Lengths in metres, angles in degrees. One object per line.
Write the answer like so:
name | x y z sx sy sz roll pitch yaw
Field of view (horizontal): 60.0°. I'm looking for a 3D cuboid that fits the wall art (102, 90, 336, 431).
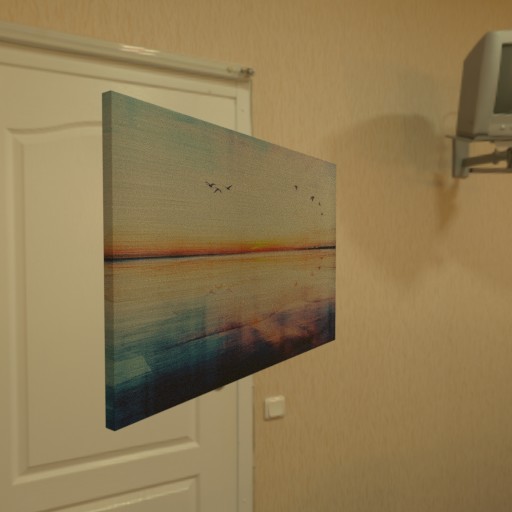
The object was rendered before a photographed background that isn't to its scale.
wall art | 0.000 0.000 0.771 0.018 0.402 0.604 1 2 35
